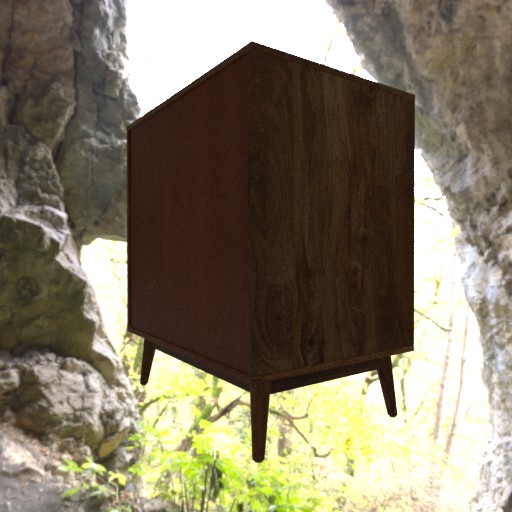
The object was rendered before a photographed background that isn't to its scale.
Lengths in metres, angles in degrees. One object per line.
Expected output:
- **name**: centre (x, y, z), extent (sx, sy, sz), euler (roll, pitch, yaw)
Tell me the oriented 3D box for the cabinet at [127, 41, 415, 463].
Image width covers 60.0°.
- **cabinet**: centre (0.000, 0.000, 1.174), extent (0.473, 0.758, 0.647), euler (0, 1, -35)
